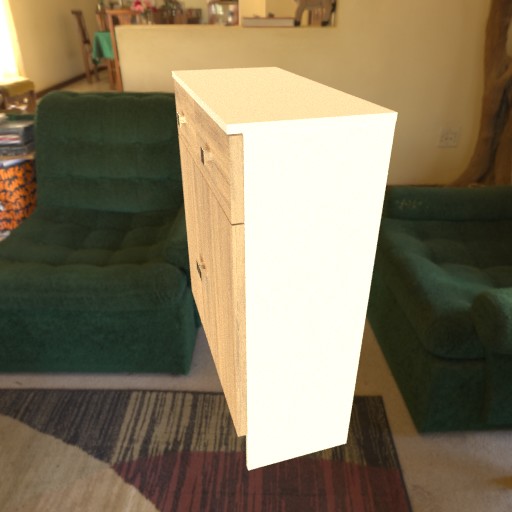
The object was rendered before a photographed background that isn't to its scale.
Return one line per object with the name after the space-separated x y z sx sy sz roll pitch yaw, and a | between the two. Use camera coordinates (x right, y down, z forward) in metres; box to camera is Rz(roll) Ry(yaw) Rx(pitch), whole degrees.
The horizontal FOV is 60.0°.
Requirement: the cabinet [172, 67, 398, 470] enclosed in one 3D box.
0.000 0.000 1.130 0.296 0.815 0.600 -9 31 -15 | cabinet
